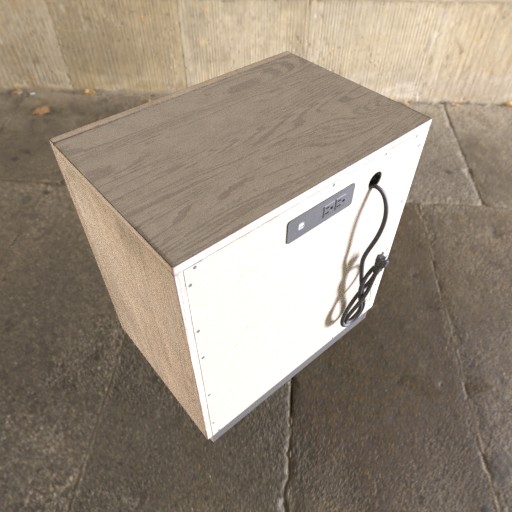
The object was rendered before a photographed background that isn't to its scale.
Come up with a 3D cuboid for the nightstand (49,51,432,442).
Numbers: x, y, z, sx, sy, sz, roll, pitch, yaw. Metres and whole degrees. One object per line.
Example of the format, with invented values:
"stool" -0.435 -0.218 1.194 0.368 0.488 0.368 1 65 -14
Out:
"nightstand" 0.000 0.000 1.083 0.612 0.673 0.483 -32 55 -26
